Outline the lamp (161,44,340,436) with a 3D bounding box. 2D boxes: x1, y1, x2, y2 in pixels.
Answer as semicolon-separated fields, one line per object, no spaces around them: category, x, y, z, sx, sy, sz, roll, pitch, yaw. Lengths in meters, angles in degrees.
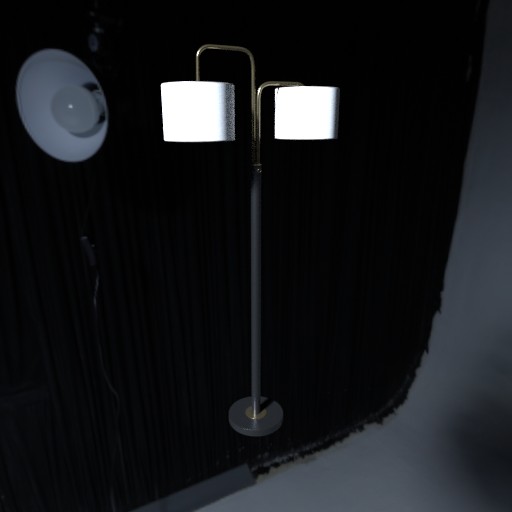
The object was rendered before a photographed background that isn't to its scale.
lamp;0.000;0.000;1.849;0.711;1.587;0.254;-8;19;-26
